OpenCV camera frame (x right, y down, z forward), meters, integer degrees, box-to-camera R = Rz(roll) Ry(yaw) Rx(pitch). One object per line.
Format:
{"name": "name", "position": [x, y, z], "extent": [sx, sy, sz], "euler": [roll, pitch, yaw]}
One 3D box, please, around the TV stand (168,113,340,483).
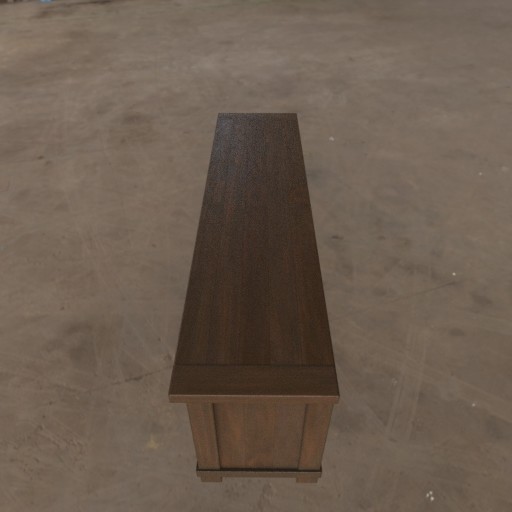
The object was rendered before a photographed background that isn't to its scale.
{"name": "TV stand", "position": [0.000, 0.000, 2.088], "extent": [0.471, 0.615, 1.866], "euler": [0, 41, 0]}
